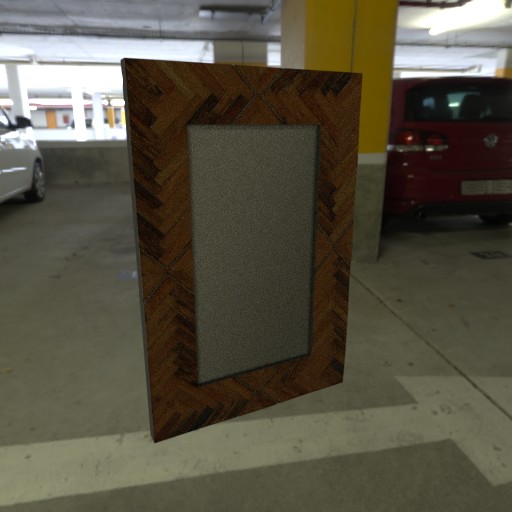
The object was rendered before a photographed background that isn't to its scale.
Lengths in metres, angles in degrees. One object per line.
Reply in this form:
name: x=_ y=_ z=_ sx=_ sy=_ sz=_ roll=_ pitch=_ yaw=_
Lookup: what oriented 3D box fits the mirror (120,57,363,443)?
mirror: x=0.000 y=0.000 z=1.156 sx=0.606 sy=0.912 sz=0.044 roll=-9 pitch=19 yaw=-26
